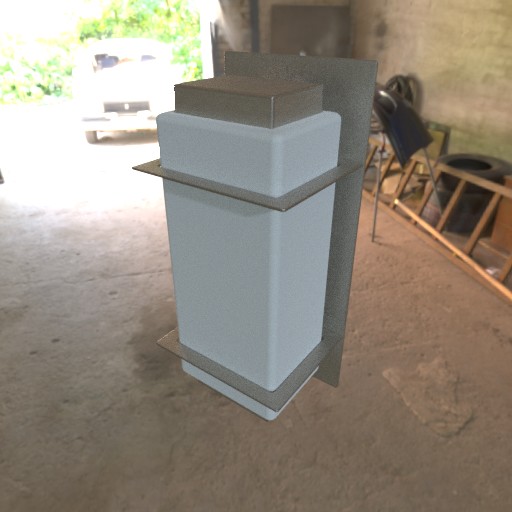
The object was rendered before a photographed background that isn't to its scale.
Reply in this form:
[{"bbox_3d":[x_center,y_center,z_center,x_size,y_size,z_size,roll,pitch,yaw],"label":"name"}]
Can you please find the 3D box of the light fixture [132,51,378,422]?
[{"bbox_3d":[0.000,0.000,0.469,0.168,0.380,0.160,20,35,31],"label":"light fixture"}]
